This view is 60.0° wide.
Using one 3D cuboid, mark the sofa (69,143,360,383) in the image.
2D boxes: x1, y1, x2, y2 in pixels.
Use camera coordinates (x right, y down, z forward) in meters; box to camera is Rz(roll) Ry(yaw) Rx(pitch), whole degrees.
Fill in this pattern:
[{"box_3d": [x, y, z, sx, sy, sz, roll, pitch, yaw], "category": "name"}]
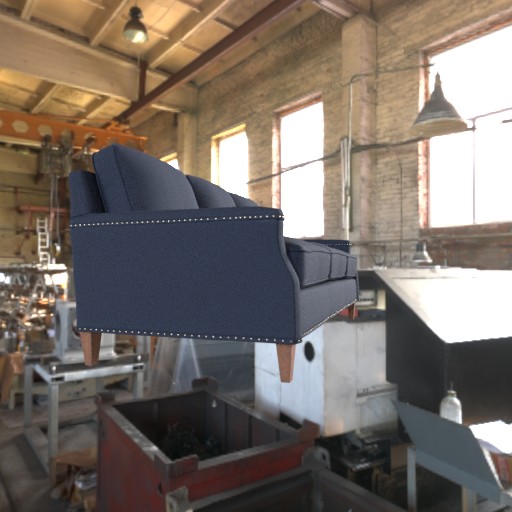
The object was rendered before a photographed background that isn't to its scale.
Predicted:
[{"box_3d": [0.000, 0.000, 2.826, 1.084, 1.003, 2.246, 0, -2, 19], "category": "sofa"}]
